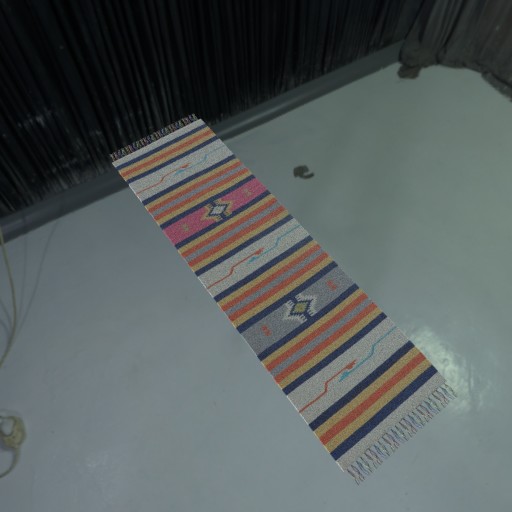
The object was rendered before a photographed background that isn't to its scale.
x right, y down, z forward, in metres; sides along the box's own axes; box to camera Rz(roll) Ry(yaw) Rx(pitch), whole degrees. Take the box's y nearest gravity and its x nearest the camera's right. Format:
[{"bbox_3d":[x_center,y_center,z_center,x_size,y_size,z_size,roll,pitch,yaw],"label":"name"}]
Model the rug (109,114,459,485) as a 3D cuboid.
[{"bbox_3d":[0.000,0.000,2.577,0.695,0.017,2.455,-32,64,-17],"label":"rug"}]
